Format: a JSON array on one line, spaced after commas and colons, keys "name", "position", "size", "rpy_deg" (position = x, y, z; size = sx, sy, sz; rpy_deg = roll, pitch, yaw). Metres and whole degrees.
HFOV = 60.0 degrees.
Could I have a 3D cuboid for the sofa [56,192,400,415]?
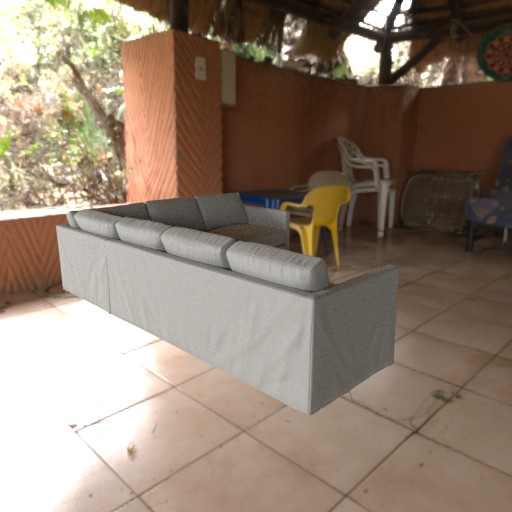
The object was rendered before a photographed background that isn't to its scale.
[{"name": "sofa", "position": [0.000, 0.000, 4.188], "size": [3.182, 0.871, 2.432], "rpy_deg": [13, 19, 43]}]
